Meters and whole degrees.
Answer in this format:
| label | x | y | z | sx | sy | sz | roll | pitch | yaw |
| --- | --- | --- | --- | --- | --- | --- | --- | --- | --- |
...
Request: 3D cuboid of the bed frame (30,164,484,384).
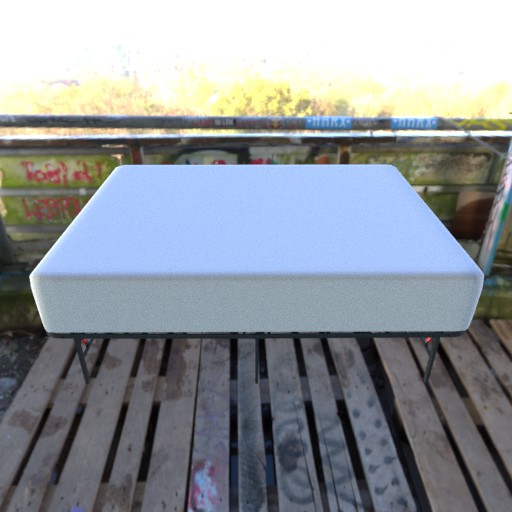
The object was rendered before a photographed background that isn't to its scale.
| label | x | y | z | sx | sy | sz | roll | pitch | yaw |
| --- | --- | --- | --- | --- | --- | --- | --- | --- | --- |
| bed frame | 0.000 | 0.000 | 2.746 | 2.037 | 0.677 | 1.528 | 0 | 30 | 0 |
